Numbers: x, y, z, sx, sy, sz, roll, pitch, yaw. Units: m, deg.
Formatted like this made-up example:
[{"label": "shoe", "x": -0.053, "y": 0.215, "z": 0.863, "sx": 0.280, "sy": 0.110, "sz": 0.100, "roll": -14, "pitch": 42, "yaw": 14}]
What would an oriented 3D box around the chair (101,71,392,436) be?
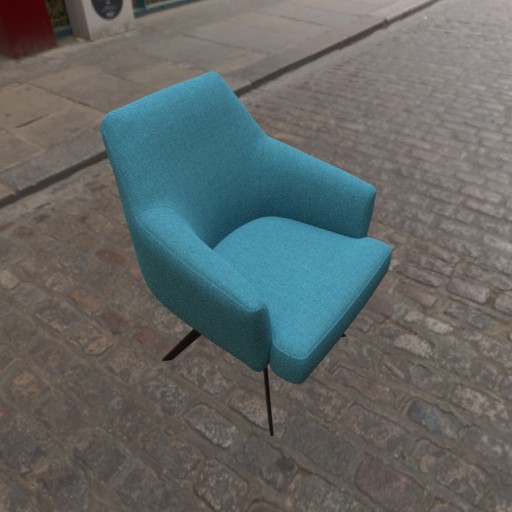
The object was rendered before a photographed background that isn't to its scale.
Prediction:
[{"label": "chair", "x": 0.000, "y": 0.000, "z": 1.341, "sx": 0.677, "sy": 0.874, "sz": 0.642, "roll": 25, "pitch": 46, "yaw": 27}]
